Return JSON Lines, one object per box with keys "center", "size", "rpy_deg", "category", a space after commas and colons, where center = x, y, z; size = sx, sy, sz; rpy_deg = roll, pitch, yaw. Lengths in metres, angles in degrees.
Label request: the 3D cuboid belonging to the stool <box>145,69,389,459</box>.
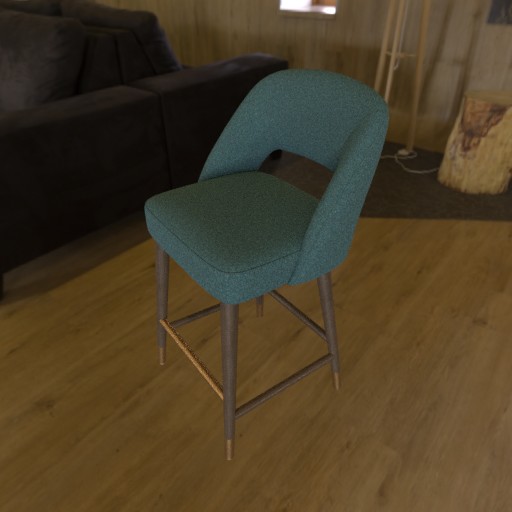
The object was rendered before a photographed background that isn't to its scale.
{"center": [0.000, 0.000, 1.269], "size": [0.522, 0.939, 0.536], "rpy_deg": [-21, 39, -29], "category": "stool"}
